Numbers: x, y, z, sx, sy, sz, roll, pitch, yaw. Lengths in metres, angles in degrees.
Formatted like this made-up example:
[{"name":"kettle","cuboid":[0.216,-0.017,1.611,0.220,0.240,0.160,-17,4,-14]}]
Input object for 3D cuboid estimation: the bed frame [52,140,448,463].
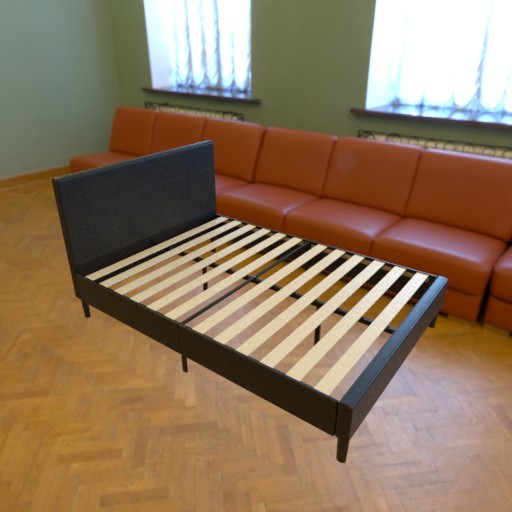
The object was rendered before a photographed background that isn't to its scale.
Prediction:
[{"name":"bed frame","cuboid":[0.000,0.000,2.980,2.152,1.046,1.469,18,31,33]}]
